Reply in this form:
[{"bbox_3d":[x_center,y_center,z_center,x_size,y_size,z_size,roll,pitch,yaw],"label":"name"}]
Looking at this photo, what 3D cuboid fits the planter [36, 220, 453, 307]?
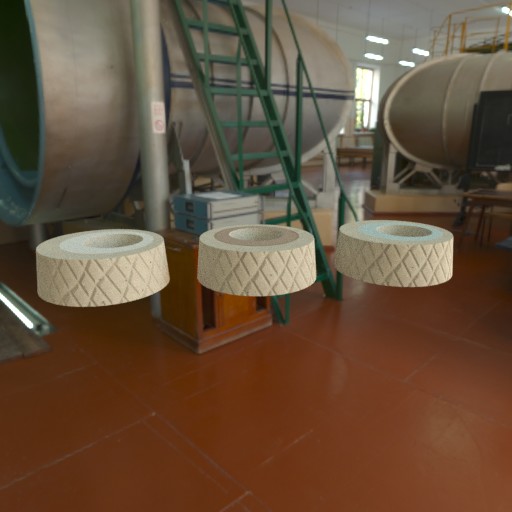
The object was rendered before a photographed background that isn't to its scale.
[{"bbox_3d":[0.000,0.000,0.420,0.390,0.038,0.114,-3,17,-9],"label":"planter"}]
